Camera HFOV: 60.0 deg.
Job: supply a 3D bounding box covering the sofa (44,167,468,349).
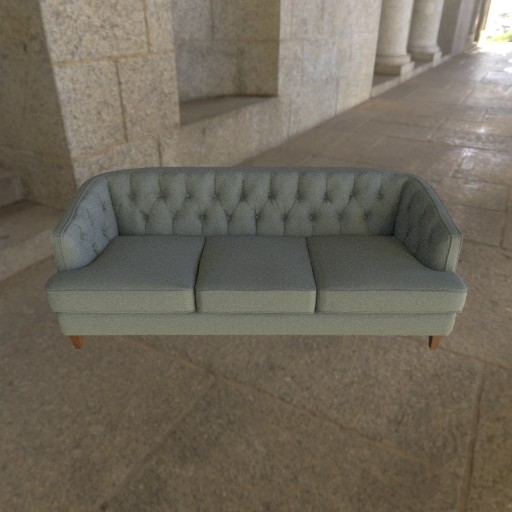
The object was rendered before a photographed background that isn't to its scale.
[{"bbox_3d":[0.000,0.000,2.745,2.278,0.855,0.941,0,29,0],"label":"sofa"}]
